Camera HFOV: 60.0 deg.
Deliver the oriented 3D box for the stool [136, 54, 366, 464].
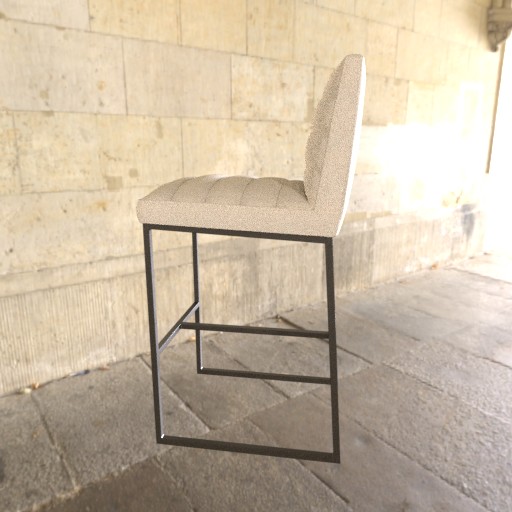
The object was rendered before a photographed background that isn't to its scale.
[{"bbox_3d":[0.000,0.000,1.353,0.573,1.061,0.464,2,14,9],"label":"stool"}]
